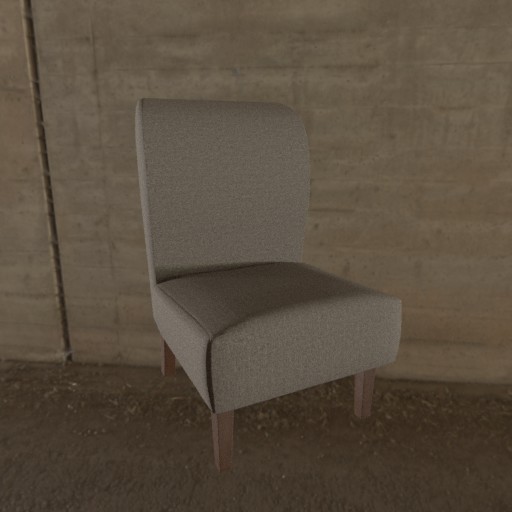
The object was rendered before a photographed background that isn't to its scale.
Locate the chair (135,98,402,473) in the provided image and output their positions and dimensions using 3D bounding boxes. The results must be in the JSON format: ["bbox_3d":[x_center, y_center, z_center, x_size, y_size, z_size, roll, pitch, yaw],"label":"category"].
[{"bbox_3d":[0.000,0.000,1.160,0.513,0.804,0.592,-8,17,-27],"label":"chair"}]
